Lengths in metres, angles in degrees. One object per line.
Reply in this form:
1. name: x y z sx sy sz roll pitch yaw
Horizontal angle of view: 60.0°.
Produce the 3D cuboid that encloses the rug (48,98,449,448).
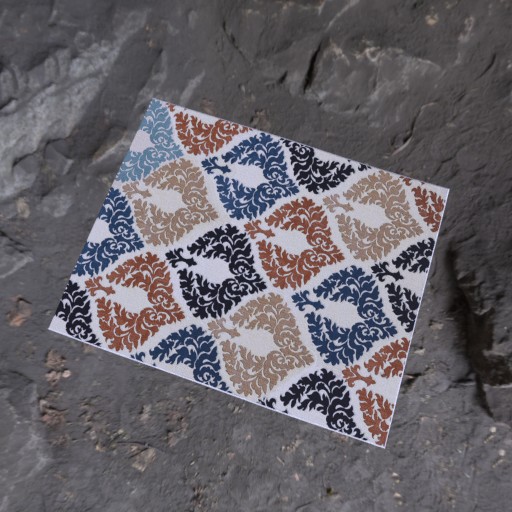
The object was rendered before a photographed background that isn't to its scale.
1. rug: 0.000 0.000 4.025 3.040 0.014 2.423 18 77 5
